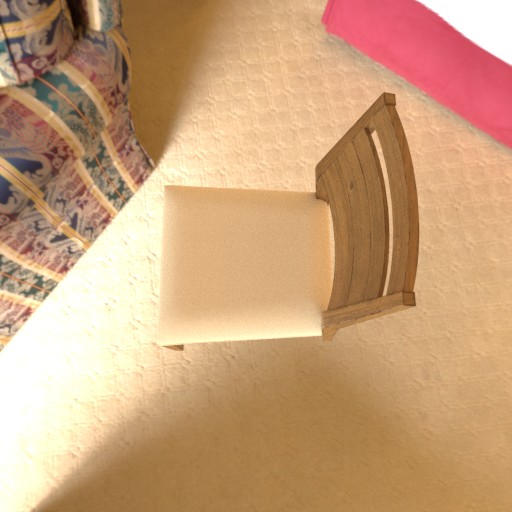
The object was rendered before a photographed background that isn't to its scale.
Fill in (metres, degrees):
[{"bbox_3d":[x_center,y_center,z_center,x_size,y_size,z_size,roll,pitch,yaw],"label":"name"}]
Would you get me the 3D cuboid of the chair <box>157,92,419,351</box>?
[{"bbox_3d":[0.000,0.000,1.276,0.610,0.939,0.497,0,76,0],"label":"chair"}]
